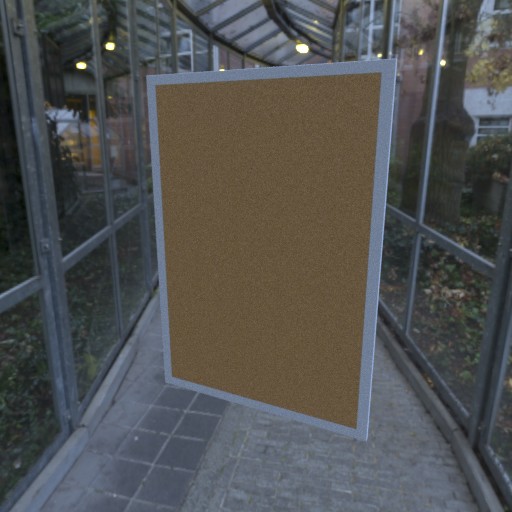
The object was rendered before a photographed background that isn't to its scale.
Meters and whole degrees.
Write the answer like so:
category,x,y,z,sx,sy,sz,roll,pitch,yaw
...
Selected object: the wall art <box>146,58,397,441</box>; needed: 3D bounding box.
category,x,y,z,sx,sy,sz,roll,pitch,yaw
wall art,0.000,0.000,1.197,0.659,0.940,0.013,7,17,25
